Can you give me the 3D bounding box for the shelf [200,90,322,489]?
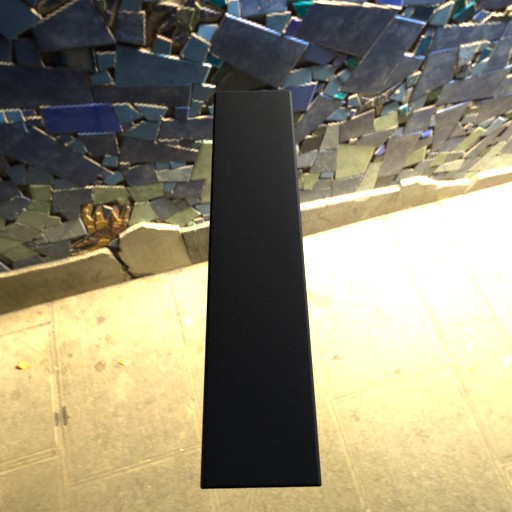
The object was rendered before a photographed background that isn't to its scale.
[{"bbox_3d":[0.000,0.000,0.492,0.102,0.053,0.456,-1,63,0],"label":"shelf"}]
